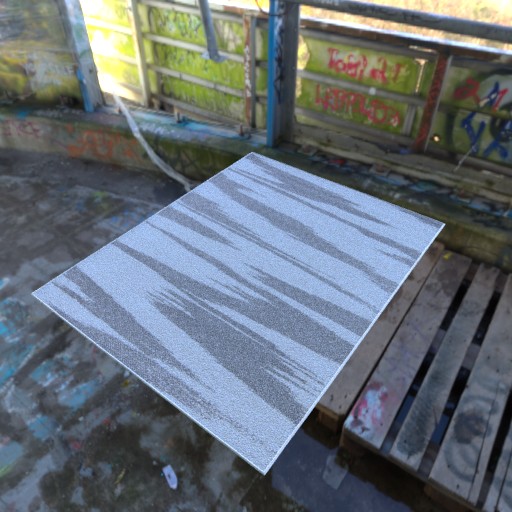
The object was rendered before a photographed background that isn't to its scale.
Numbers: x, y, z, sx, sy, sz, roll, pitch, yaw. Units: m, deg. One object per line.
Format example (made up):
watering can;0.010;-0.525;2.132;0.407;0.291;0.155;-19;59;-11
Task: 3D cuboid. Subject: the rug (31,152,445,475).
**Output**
rug;0.000;0.000;3.923;2.353;0.014;2.945;27;48;27
